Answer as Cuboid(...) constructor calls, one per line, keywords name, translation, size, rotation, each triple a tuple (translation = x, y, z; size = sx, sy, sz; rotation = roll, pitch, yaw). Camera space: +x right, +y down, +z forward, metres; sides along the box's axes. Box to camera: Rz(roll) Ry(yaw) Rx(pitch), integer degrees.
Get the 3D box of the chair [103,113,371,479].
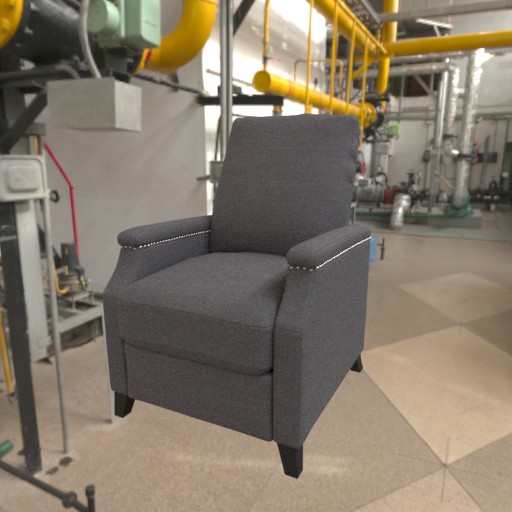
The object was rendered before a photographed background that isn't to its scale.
Cuboid(name="chair", translation=(0.000, 0.000, 1.640), size=(0.710, 1.049, 0.922), rotation=(6, 14, 26))
